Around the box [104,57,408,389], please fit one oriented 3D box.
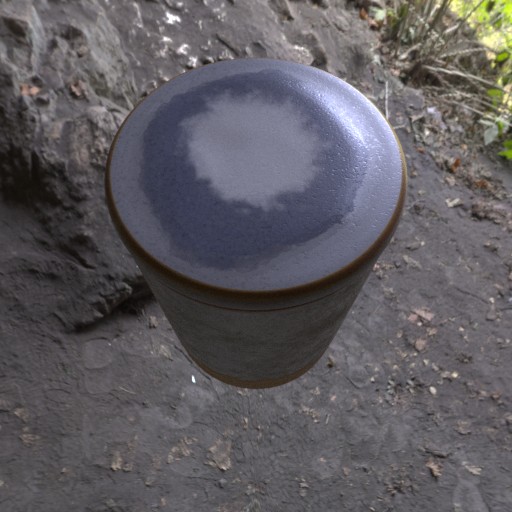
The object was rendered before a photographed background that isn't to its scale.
[{"bbox_3d":[0.000,0.000,0.245,0.118,0.168,0.118,0,63,0],"label":"box"}]
